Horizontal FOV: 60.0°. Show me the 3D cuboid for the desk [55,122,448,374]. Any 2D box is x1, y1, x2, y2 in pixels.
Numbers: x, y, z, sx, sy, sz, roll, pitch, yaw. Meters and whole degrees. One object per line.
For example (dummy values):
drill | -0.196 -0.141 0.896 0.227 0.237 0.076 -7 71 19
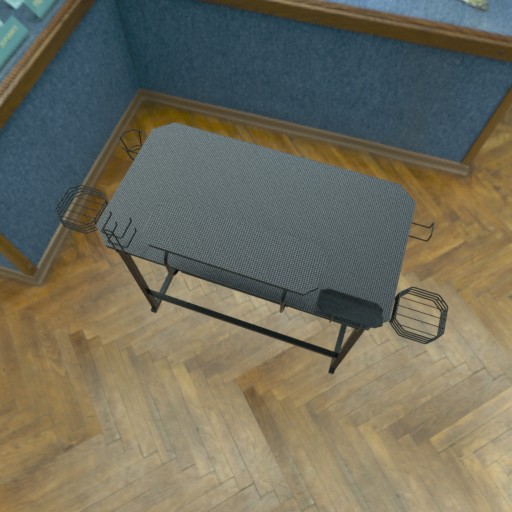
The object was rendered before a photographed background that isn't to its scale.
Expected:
desk | 0.000 0.000 1.712 1.290 0.880 0.580 17 65 8
